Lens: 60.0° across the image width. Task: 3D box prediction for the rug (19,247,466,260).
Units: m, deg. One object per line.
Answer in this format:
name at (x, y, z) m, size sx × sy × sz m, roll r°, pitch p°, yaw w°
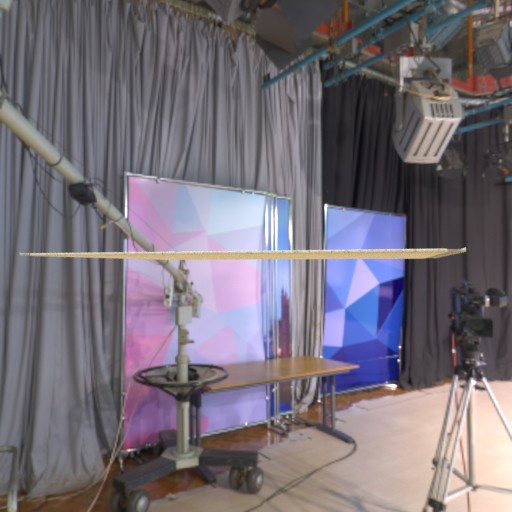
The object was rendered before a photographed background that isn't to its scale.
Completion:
rug at (0.000, 0.000, 2.235) m, size 1.771 × 0.015 × 1.223 m, roll 0°, pitch -1°, yaw 18°
